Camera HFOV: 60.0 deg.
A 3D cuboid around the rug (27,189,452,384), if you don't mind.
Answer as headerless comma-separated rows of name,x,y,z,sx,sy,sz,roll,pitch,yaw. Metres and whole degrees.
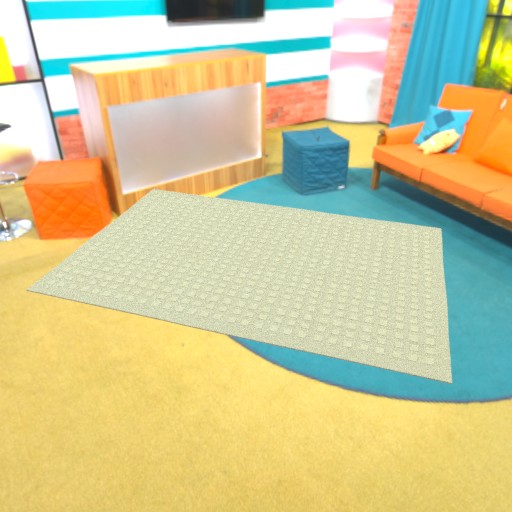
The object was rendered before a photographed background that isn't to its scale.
rug,0.000,0.000,2.167,1.747,0.006,1.143,10,33,15
